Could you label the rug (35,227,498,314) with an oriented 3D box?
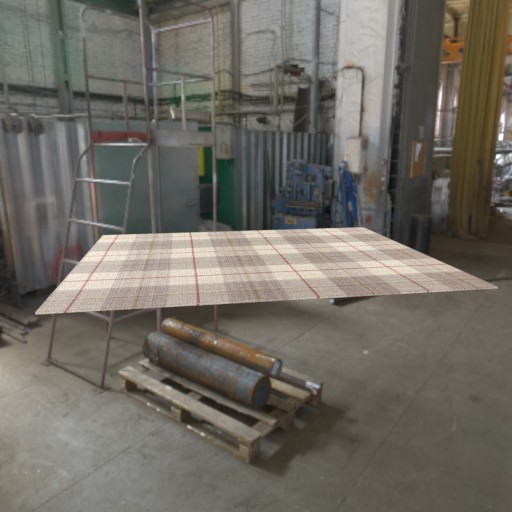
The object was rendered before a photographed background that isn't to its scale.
[{"bbox_3d":[0.000,0.000,3.896,2.959,0.016,2.317,-2,14,-9],"label":"rug"}]
